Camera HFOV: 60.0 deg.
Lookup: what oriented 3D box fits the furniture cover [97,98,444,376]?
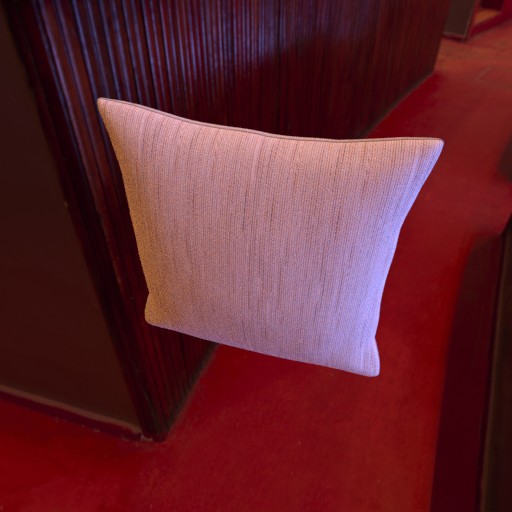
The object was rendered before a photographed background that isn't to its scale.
[{"bbox_3d":[0.000,0.000,0.781,0.512,0.506,0.178,11,42,12],"label":"furniture cover"}]
